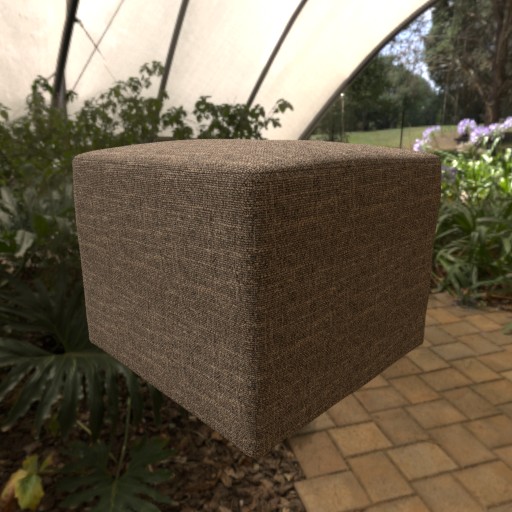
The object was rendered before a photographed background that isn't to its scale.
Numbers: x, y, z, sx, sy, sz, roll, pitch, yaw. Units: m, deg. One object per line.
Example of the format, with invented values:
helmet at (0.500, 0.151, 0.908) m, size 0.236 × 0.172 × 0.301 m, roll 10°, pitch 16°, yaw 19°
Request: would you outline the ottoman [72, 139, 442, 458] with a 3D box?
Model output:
ottoman at (0.000, 0.000, 0.890) m, size 0.512 × 0.453 × 0.521 m, roll -15°, pitch 21°, yaw -43°
